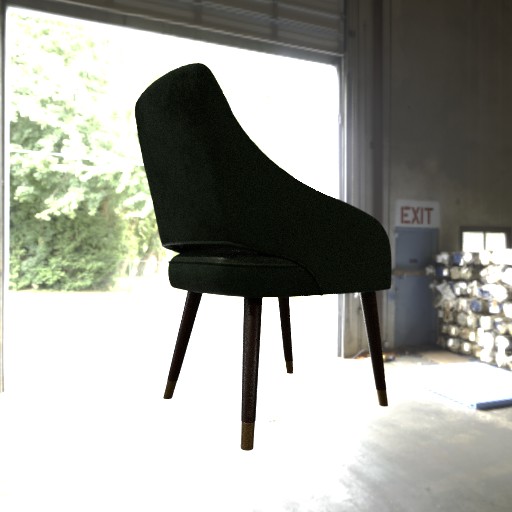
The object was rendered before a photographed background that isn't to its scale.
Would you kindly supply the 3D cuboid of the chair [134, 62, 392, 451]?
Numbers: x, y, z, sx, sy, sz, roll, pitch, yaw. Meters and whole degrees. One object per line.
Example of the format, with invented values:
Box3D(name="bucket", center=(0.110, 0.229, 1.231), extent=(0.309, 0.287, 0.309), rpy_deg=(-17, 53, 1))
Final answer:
Box3D(name="chair", center=(0.000, 0.000, 1.593), extent=(0.794, 1.081, 0.683), rpy_deg=(0, 0, -36))
